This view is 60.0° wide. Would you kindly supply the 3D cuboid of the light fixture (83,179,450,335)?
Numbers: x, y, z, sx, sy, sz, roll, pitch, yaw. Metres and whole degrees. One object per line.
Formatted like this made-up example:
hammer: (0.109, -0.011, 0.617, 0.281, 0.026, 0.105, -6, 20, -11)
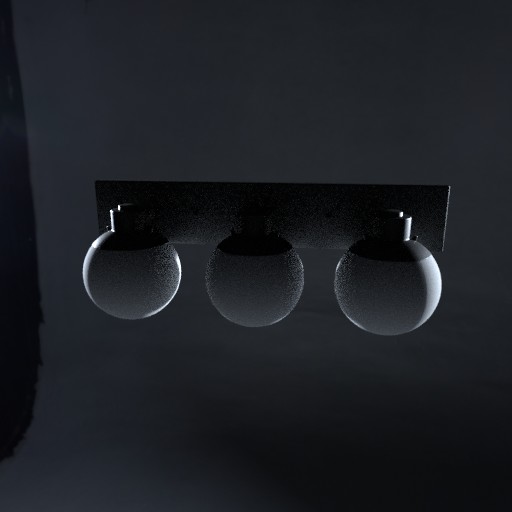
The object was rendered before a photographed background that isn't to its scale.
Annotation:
light fixture: (0.000, 0.000, 0.851, 0.721, 0.263, 0.218, 2, 15, 8)
